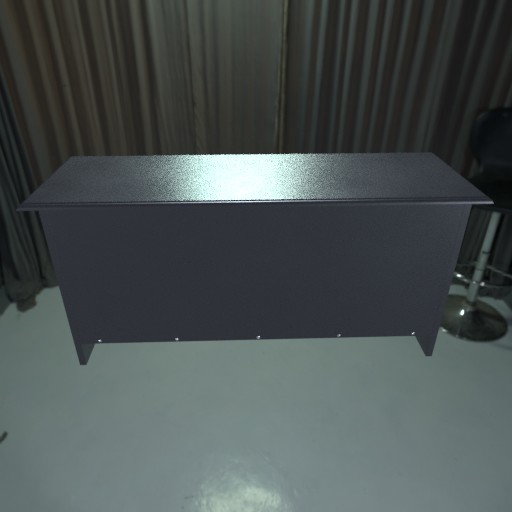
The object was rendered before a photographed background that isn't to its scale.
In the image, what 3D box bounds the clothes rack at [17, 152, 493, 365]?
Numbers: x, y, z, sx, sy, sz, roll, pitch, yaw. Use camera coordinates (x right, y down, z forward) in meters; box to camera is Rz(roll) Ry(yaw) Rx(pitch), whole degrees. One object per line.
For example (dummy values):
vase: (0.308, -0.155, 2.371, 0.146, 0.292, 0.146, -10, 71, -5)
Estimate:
clothes rack: (0.000, 0.000, 1.441, 1.219, 0.556, 0.406, -1, 30, -2)
